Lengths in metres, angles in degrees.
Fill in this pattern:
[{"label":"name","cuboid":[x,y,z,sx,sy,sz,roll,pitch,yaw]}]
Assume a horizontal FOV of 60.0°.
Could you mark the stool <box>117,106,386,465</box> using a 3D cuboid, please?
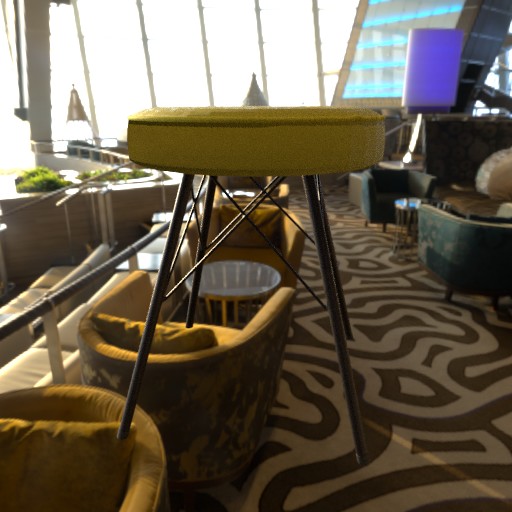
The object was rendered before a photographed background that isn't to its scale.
[{"label":"stool","cuboid":[0.000,0.000,0.793,0.409,0.508,0.409,3,19,8]}]
